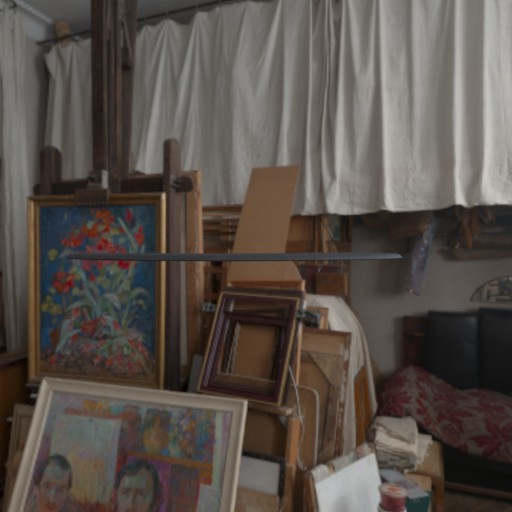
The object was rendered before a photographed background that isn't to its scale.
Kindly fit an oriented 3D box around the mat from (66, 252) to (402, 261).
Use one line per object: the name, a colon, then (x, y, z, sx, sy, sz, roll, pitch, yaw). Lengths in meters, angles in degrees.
mat: (0.000, 0.000, 1.868, 1.525, 0.022, 0.917, 0, 1, -18)
